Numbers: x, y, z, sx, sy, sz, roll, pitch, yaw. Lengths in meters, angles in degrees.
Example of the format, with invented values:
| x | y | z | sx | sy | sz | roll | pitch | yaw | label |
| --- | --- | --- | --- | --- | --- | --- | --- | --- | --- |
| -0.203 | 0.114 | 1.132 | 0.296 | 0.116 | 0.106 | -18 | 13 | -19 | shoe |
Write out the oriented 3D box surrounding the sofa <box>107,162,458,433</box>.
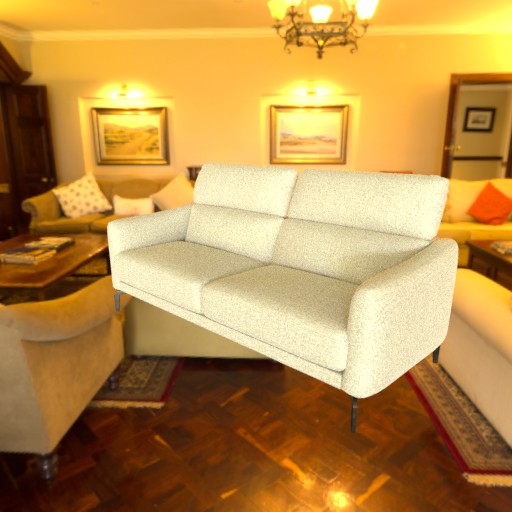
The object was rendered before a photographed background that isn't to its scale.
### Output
| x | y | z | sx | sy | sz | roll | pitch | yaw | label |
| --- | --- | --- | --- | --- | --- | --- | --- | --- | --- |
| 0.000 | 0.000 | 2.524 | 2.015 | 0.956 | 0.856 | 14 | 20 | 42 | sofa |
